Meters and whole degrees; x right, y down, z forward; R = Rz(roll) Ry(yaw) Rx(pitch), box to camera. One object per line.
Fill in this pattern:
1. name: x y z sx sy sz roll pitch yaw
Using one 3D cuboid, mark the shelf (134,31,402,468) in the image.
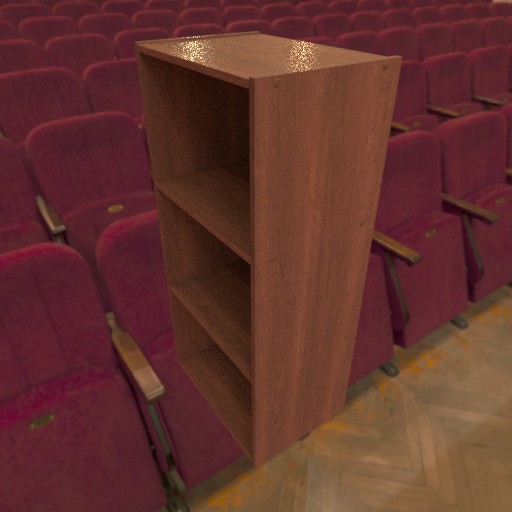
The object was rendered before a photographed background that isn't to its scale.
1. shelf: 0.000 0.000 1.026 0.290 0.879 0.414 -21 38 -29
